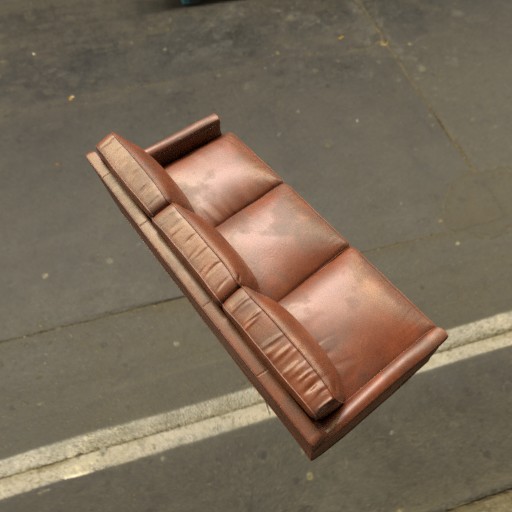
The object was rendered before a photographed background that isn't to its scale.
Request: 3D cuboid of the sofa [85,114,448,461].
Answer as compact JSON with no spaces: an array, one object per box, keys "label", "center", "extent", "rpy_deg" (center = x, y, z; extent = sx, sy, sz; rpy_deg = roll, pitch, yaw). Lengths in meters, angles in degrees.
[{"label":"sofa","center":[0.000,0.000,2.803],"extent":[1.084,1.003,2.240],"rpy_deg":[-33,64,-19]}]
